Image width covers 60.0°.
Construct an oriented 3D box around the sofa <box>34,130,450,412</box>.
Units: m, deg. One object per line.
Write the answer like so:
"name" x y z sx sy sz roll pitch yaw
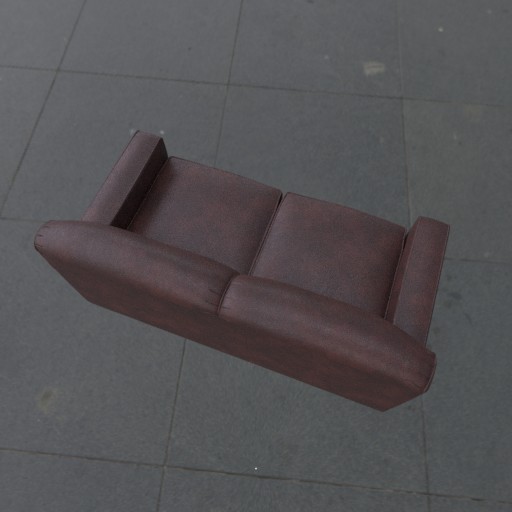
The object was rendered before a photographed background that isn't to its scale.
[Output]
"sofa" 0.000 0.000 2.415 1.856 0.966 1.000 19 66 9
